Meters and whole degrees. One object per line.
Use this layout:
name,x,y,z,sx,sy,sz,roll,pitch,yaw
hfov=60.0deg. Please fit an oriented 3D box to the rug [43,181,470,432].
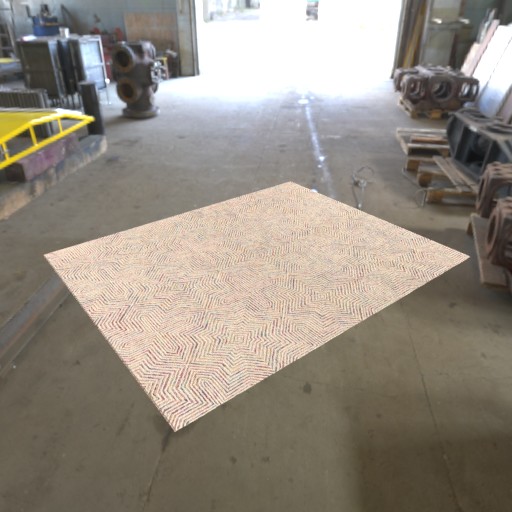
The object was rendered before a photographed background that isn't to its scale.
rug,0.000,0.000,4.048,3.046,0.008,2.442,-22,37,-32
